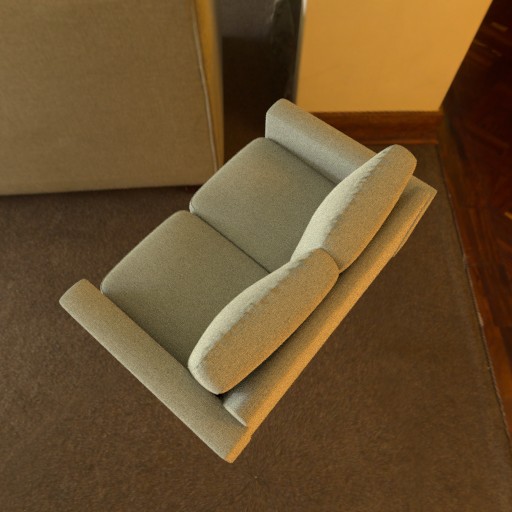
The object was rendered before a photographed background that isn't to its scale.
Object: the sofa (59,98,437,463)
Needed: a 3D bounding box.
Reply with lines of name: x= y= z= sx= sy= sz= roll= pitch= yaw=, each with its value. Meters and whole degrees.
sofa: x=0.000 y=0.000 z=1.983 sx=0.917 sy=0.873 sz=1.420 roll=37 pitch=69 yaw=17
